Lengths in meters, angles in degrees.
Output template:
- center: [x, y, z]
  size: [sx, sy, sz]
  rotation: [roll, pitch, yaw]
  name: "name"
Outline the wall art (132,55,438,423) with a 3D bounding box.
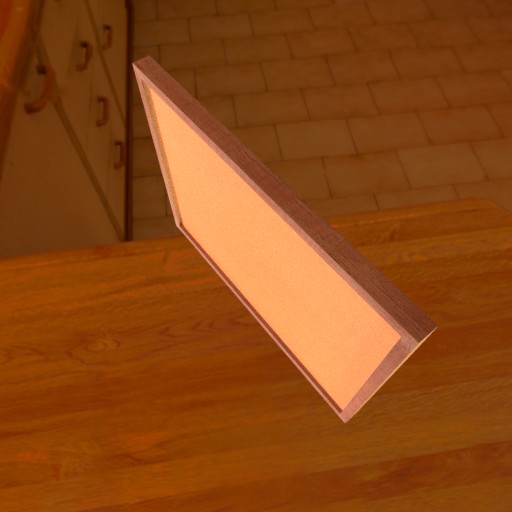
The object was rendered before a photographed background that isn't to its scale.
- center: [0.000, 0.000, 1.750]
  size: [0.070, 1.009, 1.320]
  rotation: [-34, 65, -19]
  name: "wall art"
